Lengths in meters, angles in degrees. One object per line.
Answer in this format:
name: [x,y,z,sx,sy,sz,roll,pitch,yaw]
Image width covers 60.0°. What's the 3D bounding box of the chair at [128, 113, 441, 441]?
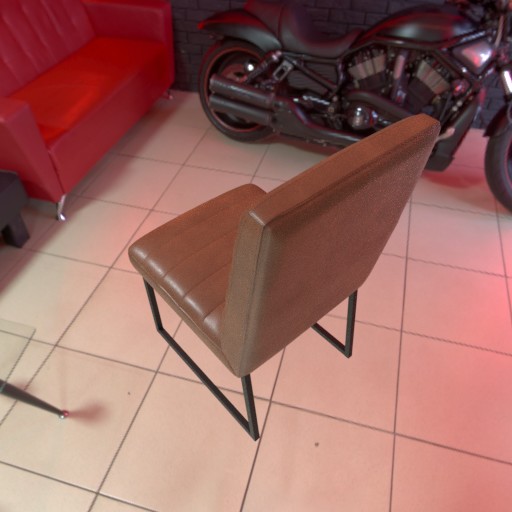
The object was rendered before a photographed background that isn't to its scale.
chair: [0.000,0.000,1.282,0.520,0.930,0.634,-32,53,-28]
